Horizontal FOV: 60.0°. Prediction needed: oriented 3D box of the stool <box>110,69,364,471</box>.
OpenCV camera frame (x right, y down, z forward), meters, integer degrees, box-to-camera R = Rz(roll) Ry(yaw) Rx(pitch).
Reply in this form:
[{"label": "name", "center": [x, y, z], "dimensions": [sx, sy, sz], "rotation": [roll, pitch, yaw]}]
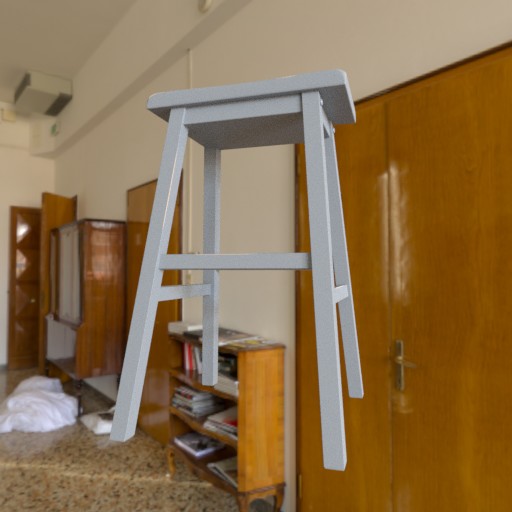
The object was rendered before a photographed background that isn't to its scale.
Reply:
[{"label": "stool", "center": [0.000, 0.000, 1.045], "dimensions": [0.457, 0.737, 0.476], "rotation": [-1, -2, 17]}]
